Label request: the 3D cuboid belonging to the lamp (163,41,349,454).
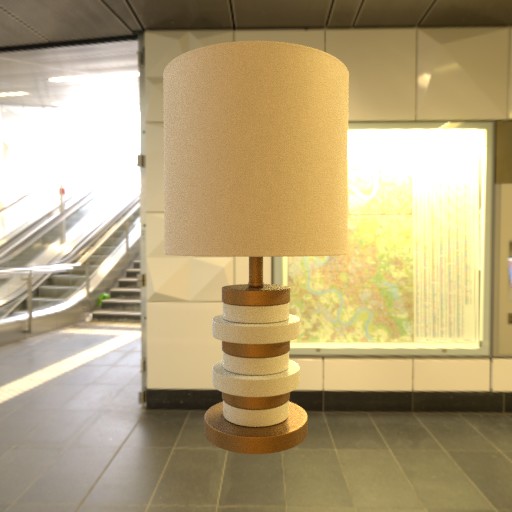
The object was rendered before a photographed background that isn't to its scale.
[{"bbox_3d":[0.000,0.000,0.517,0.210,0.410,0.210,-1,2,-18],"label":"lamp"}]
